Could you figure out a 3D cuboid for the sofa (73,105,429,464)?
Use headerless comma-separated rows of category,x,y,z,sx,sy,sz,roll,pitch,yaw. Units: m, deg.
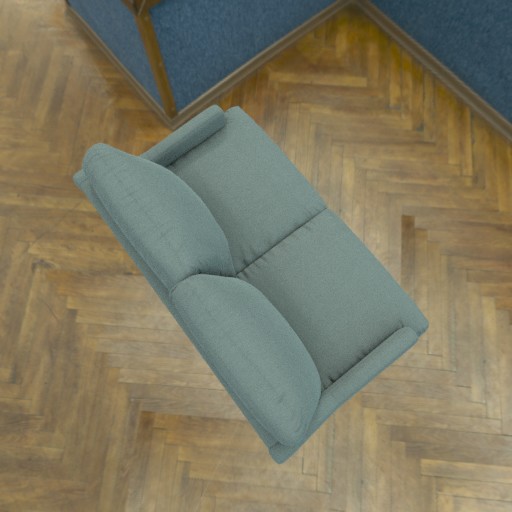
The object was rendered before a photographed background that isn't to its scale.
sofa,0.000,0.000,2.196,0.987,0.921,1.589,-36,77,-10
